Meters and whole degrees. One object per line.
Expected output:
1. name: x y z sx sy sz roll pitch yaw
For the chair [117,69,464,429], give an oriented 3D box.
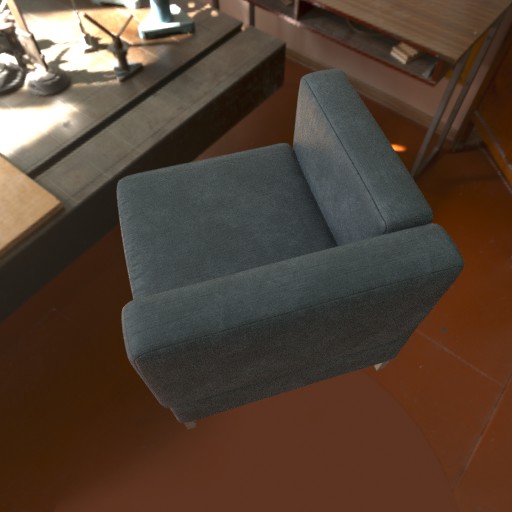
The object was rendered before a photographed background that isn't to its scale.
1. chair: 0.000 0.000 1.226 0.680 0.660 0.680 -14 59 -9
